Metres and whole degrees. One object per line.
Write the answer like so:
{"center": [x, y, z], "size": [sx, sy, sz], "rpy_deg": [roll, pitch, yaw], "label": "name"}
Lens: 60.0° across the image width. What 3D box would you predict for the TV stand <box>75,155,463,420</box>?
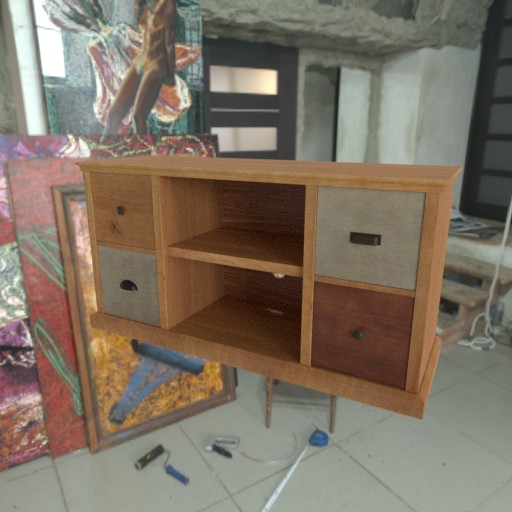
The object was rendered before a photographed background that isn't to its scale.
{"center": [0.000, 0.000, 1.491], "size": [1.181, 0.607, 0.417], "rpy_deg": [8, 18, 27], "label": "TV stand"}
